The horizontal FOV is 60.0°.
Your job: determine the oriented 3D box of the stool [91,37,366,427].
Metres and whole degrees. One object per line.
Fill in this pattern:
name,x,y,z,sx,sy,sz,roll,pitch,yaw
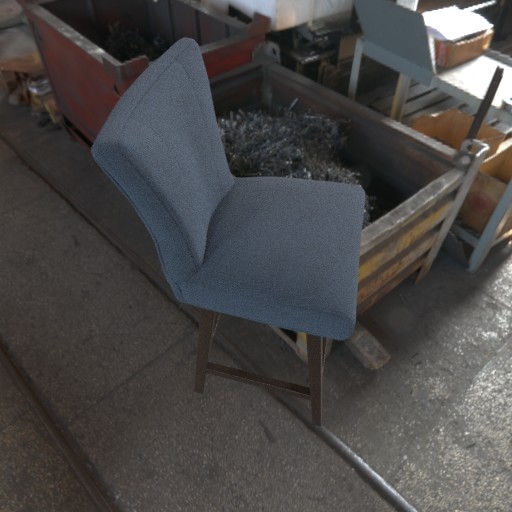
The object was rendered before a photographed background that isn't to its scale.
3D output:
stool,0.000,0.000,1.281,0.574,1.000,0.514,9,48,8
